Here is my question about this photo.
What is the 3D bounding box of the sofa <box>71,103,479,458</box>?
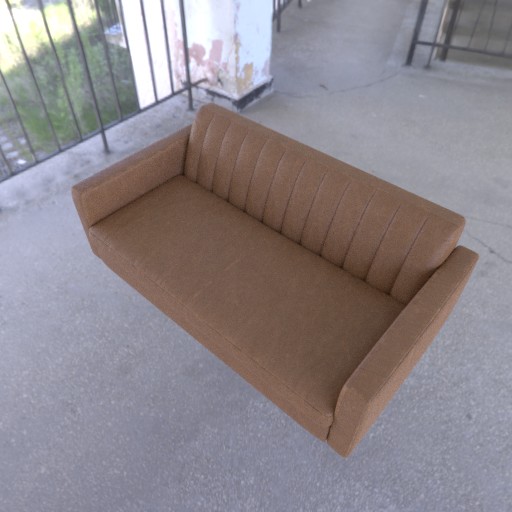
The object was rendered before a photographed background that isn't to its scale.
[{"bbox_3d":[0.000,0.000,2.315,1.847,0.821,0.993,33,54,27],"label":"sofa"}]
